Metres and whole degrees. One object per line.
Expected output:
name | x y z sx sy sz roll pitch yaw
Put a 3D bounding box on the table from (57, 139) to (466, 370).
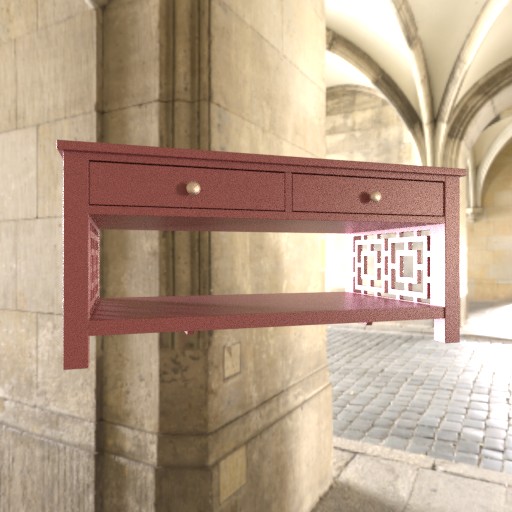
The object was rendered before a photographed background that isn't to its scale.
table | 0.000 0.000 1.378 1.068 0.493 0.612 0 0 -17
